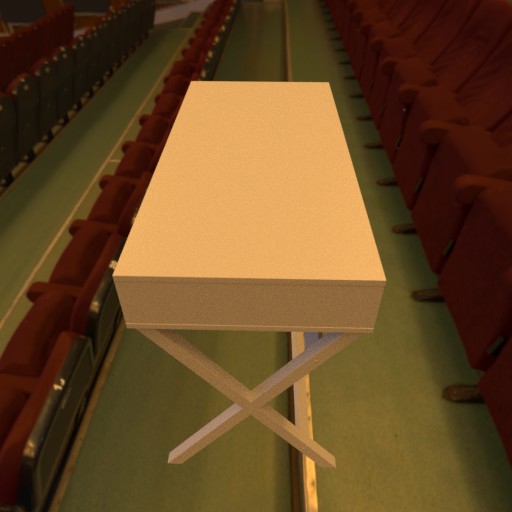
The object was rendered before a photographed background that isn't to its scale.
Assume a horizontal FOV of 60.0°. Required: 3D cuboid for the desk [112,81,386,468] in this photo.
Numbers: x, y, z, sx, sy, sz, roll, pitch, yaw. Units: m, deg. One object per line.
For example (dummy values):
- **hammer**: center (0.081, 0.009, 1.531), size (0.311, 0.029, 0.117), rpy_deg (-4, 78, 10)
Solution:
- **desk**: center (0.000, 0.000, 1.470), size (0.509, 0.780, 1.059), rpy_deg (1, 40, 1)
